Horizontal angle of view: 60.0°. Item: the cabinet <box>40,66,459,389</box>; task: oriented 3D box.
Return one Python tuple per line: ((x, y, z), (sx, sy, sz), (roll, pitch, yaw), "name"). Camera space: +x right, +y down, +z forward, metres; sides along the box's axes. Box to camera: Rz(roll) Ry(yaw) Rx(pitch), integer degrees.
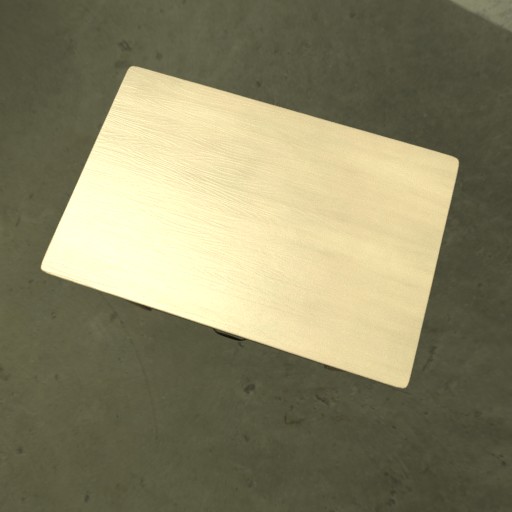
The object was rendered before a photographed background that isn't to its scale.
((0.000, 0.000, 1.291), (0.763, 0.762, 0.503), (17, 77, 4), "cabinet")
